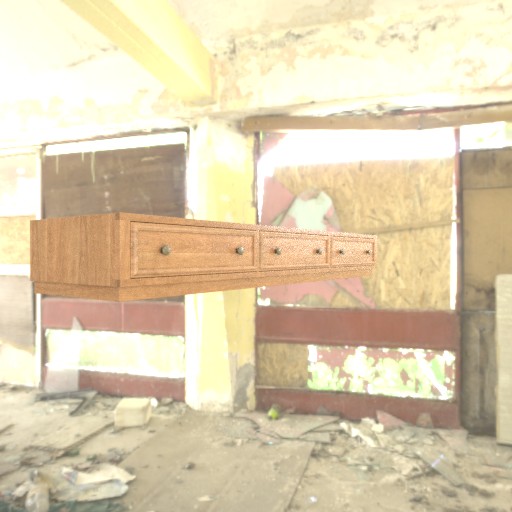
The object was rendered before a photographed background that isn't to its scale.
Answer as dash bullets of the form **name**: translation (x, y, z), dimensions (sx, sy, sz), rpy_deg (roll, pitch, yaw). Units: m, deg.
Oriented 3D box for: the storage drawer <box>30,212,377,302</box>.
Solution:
- **storage drawer**: translation (0.000, 0.000, 2.260), dimensions (0.538, 0.264, 2.032), rpy_deg (0, 0, 36)
